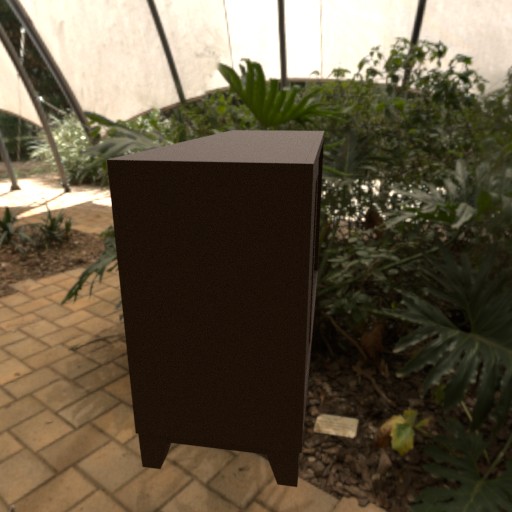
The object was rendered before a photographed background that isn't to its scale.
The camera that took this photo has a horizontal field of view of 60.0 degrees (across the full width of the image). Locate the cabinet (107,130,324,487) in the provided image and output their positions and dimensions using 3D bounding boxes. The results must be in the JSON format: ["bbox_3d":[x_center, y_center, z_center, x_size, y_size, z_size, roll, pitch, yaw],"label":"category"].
[{"bbox_3d":[0.000,0.000,1.800,0.482,0.914,1.396,3,19,9],"label":"cabinet"}]
